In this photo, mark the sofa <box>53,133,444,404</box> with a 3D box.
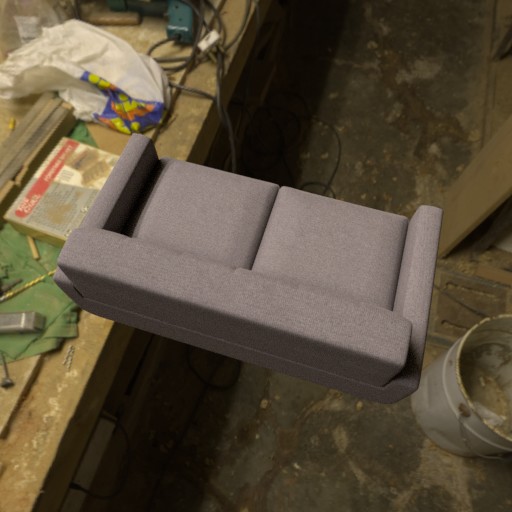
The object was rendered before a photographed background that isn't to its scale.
[{"bbox_3d":[0.000,0.000,2.177,1.631,0.841,0.909,15,65,8],"label":"sofa"}]
